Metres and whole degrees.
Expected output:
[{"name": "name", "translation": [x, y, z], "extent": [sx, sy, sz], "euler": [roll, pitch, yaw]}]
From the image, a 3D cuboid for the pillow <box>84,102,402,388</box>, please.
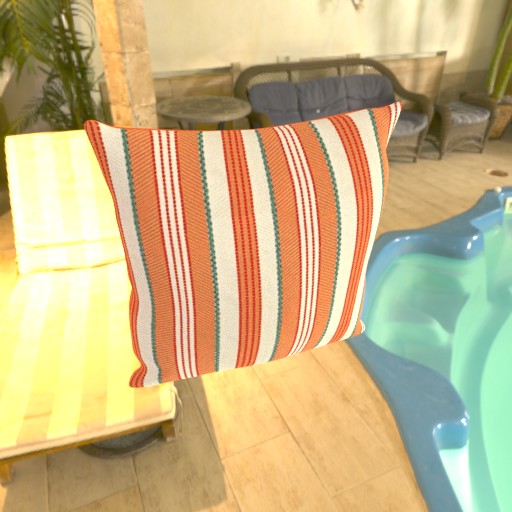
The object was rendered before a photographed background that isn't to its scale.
[{"name": "pillow", "translation": [0.000, 0.000, 0.678], "extent": [0.440, 0.441, 0.182], "euler": [-10, 32, -15]}]
